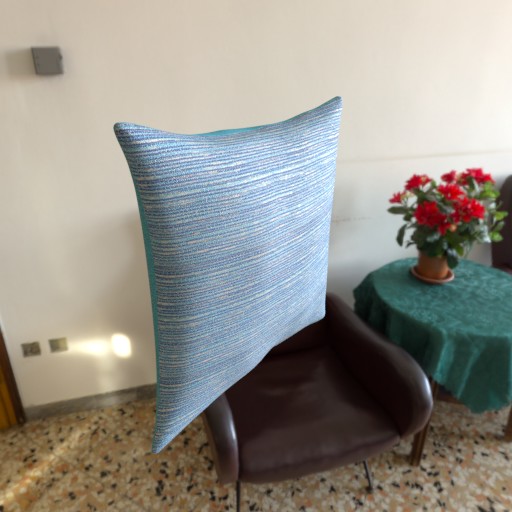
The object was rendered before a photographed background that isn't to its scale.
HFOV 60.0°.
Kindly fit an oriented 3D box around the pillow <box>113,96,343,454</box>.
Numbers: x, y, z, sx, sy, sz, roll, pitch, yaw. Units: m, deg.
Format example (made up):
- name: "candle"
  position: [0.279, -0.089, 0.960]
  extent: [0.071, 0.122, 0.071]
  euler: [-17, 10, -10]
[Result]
- name: "pillow"
  position: [0.000, 0.000, 0.765]
  extent: [0.150, 0.497, 0.514]
  euler: [18, 30, 34]
